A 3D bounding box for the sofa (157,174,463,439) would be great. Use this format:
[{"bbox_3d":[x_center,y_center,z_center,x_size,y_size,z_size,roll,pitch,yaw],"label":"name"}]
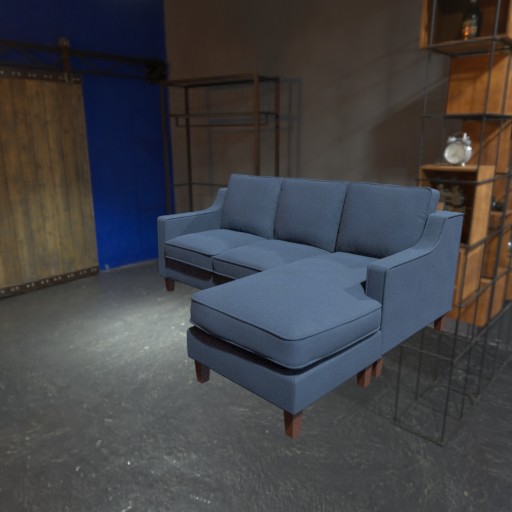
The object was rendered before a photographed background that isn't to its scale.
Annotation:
[{"bbox_3d":[0.000,0.000,3.312,2.317,1.066,1.858,15,21,43],"label":"sofa"}]
